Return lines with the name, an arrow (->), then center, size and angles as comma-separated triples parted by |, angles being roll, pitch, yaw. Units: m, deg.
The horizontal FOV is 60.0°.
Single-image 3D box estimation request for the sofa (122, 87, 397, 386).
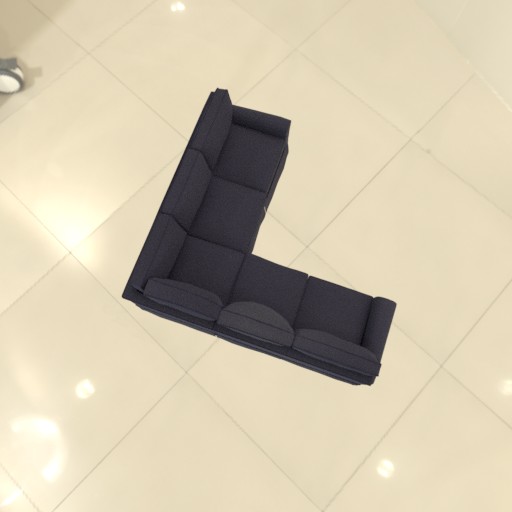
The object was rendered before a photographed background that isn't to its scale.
sofa -> 0.000, 0.000, 5.120 | 2.874, 1.169, 3.773 | -38, 78, -10
